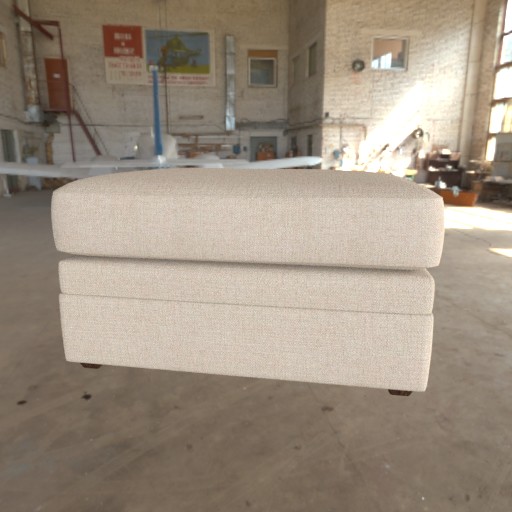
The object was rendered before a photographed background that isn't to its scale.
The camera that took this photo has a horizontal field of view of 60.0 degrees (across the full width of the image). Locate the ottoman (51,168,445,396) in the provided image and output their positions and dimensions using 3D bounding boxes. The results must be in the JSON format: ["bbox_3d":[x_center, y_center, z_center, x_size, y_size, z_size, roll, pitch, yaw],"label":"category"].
[{"bbox_3d":[0.000,0.000,1.253,0.885,0.478,0.637,2,14,10],"label":"ottoman"}]
